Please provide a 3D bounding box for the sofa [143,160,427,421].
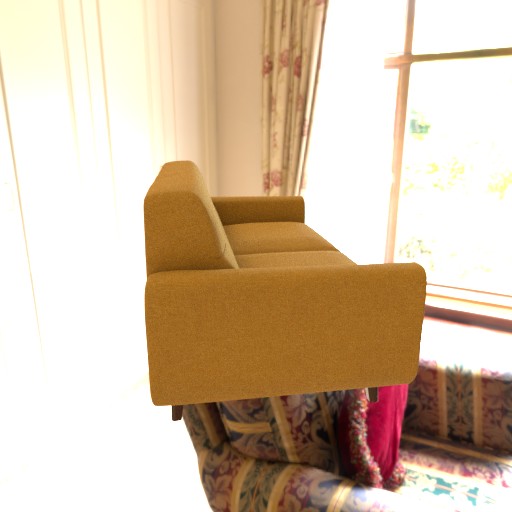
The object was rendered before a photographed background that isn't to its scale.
[{"bbox_3d":[0.000,0.000,2.141,0.909,0.841,1.631,-2,16,-8],"label":"sofa"}]
